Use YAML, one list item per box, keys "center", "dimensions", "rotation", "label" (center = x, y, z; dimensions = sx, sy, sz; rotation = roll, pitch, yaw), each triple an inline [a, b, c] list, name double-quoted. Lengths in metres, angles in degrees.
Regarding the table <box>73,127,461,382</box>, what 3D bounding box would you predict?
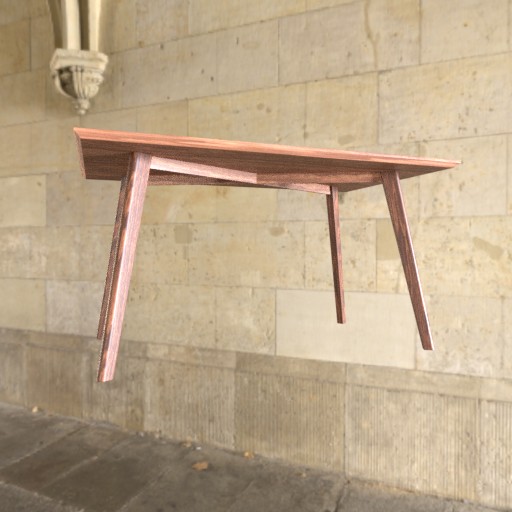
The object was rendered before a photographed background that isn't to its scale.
- center: [0.000, 0.000, 1.821]
  dimensions: [1.349, 0.724, 0.801]
  rotation: [0, 1, -20]
  label: "table"
